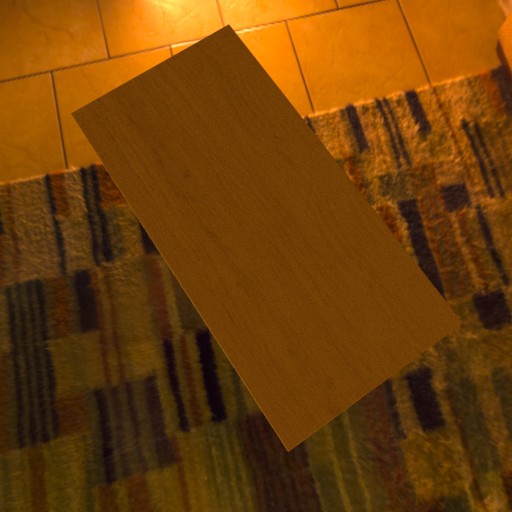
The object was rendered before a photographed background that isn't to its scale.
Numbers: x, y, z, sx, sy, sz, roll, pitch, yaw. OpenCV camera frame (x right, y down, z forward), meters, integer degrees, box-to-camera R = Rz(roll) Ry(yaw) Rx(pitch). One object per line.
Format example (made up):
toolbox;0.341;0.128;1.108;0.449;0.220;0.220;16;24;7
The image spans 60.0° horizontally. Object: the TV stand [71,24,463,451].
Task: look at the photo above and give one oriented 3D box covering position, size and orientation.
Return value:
TV stand;0.000;0.000;1.321;0.430;0.787;0.851;-33;78;-8
